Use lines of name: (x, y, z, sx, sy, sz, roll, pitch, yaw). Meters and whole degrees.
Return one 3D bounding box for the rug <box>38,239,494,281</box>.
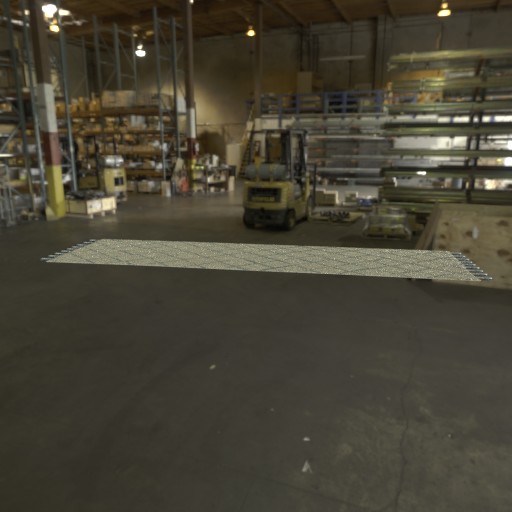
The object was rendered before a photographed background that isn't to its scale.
rug: (0.000, 0.000, 2.549, 2.372, 0.008, 0.620, 2, 14, 9)
